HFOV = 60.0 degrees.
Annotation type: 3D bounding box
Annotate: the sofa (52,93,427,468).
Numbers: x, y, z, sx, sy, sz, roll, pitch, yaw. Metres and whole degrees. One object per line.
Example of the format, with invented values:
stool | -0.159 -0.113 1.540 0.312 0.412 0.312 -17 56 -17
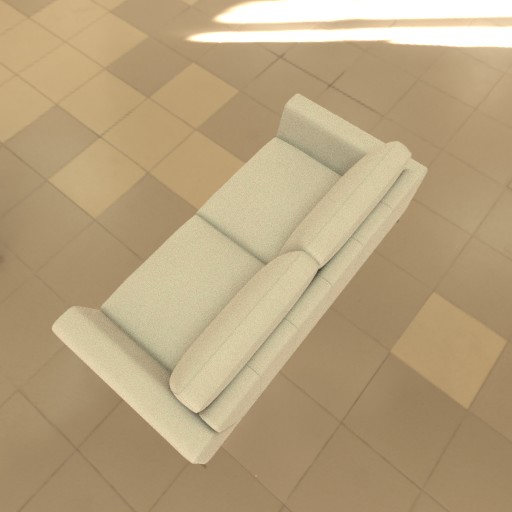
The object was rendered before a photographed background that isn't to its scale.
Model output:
sofa | 0.000 0.000 2.496 0.953 0.875 2.017 36 69 16
